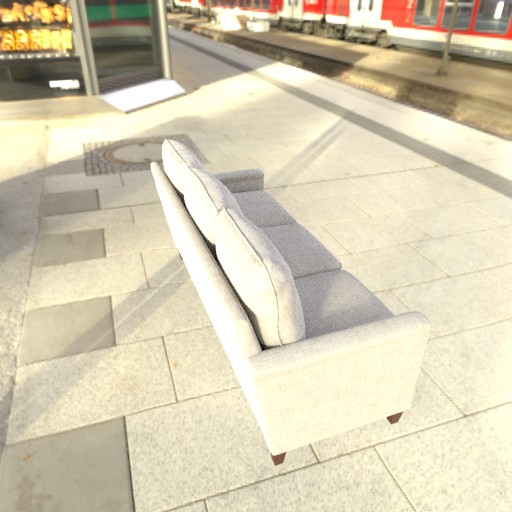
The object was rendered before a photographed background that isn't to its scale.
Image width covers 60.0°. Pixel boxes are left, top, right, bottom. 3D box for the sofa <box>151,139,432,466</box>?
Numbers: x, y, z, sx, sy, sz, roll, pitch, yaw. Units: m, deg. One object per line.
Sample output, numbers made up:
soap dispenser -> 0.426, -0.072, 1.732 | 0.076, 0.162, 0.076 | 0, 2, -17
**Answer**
sofa -> 0.000, 0.000, 2.483 | 0.828, 0.959, 1.925 | -11, 33, -18
